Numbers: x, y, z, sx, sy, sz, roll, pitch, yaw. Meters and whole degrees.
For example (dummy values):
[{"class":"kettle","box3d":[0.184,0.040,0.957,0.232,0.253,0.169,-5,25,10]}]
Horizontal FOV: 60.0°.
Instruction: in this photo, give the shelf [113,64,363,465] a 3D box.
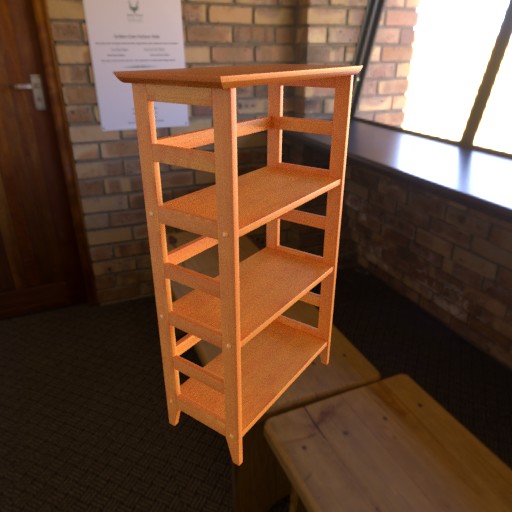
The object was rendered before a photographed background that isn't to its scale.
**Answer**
[{"class":"shelf","box3d":[0.000,0.000,1.367,0.305,1.067,0.660,17,30,31]}]
